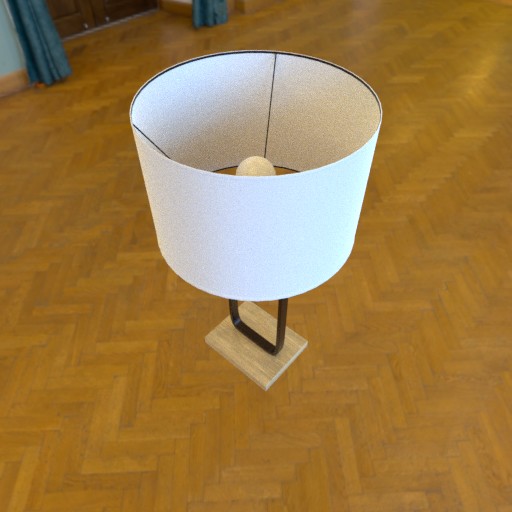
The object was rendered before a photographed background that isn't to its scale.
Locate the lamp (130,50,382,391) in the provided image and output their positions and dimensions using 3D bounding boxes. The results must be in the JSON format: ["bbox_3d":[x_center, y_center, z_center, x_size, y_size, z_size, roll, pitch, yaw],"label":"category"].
[{"bbox_3d":[0.000,0.000,0.683,0.279,0.508,0.279,33,55,27],"label":"lamp"}]
